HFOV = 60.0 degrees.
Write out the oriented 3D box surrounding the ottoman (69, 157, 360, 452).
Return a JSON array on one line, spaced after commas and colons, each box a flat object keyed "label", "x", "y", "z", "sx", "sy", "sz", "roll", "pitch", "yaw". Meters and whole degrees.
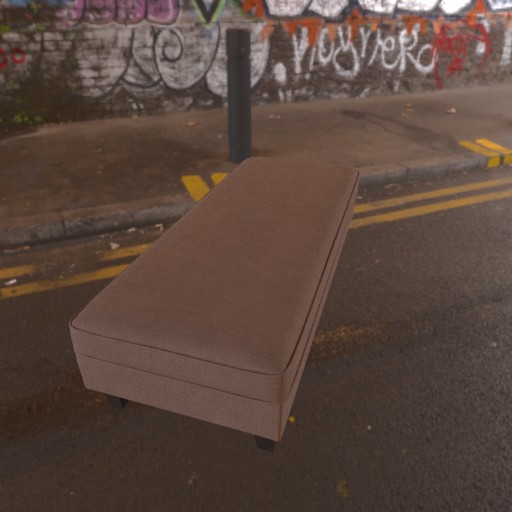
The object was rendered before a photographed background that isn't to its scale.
[{"label": "ottoman", "x": 0.000, "y": 0.000, "z": 2.076, "sx": 0.751, "sy": 0.470, "sz": 1.764, "roll": 9, "pitch": 32, "yaw": 15}]
